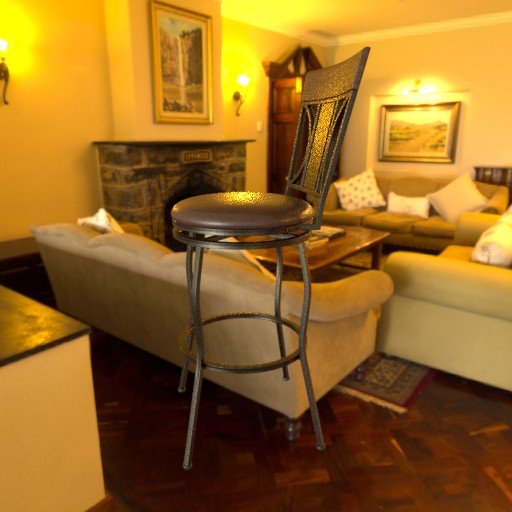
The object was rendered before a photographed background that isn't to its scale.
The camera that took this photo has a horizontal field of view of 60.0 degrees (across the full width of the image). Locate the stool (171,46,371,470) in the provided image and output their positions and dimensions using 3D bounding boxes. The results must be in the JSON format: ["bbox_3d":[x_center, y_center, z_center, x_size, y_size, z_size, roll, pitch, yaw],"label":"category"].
[{"bbox_3d":[0.000,0.000,1.373,0.513,1.130,0.448,-3,16,-11],"label":"stool"}]
